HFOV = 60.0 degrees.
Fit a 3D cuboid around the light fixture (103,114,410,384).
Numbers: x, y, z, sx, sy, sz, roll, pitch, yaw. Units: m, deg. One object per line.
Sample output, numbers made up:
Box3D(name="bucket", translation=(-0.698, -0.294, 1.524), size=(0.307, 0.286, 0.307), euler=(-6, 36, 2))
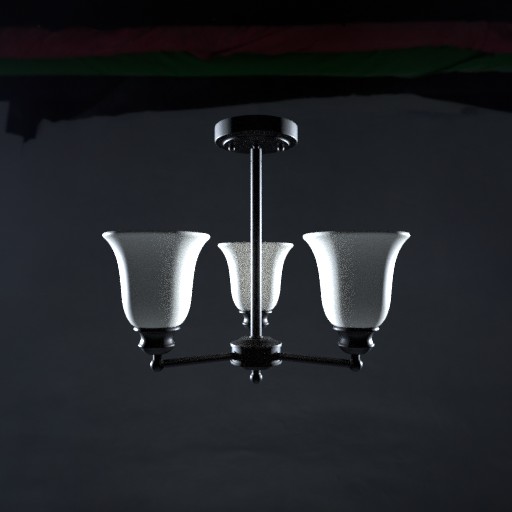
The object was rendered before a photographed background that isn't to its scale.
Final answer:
Box3D(name="light fixture", translation=(0.000, 0.000, 0.680), size=(0.388, 0.370, 0.354), euler=(0, -2, 0))
